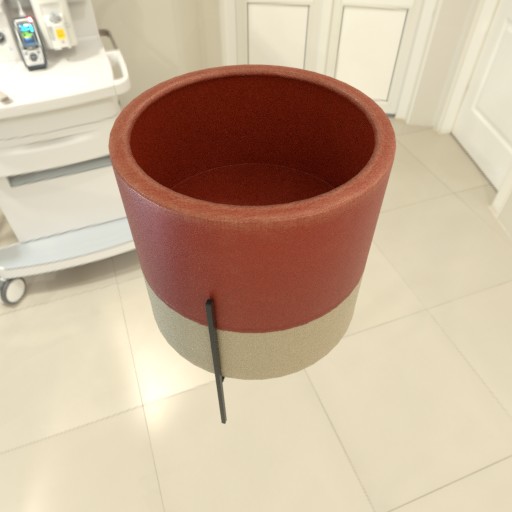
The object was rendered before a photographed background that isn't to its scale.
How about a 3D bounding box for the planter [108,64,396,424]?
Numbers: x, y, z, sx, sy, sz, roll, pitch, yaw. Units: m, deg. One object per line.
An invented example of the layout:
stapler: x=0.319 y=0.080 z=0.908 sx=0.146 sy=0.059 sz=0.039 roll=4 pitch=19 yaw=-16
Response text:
planter: x=0.000 y=0.000 z=0.705 sx=0.354 sy=0.465 sz=0.345 roll=-10 pitch=48 yaw=-9
